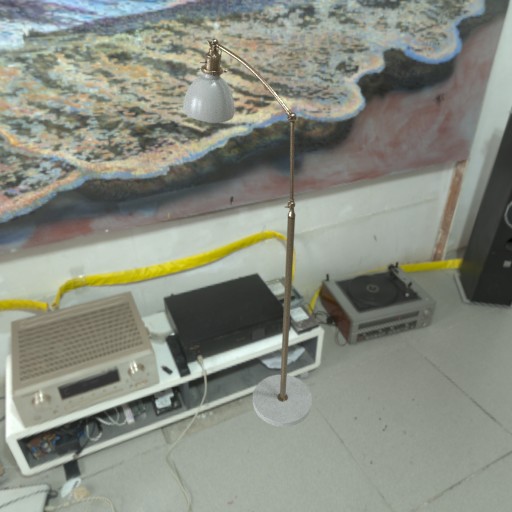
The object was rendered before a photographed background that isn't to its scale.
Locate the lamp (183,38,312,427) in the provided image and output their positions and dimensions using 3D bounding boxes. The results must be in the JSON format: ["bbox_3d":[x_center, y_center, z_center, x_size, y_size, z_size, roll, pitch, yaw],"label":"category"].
[{"bbox_3d":[0.000,0.000,1.814,0.599,1.586,0.288,20,38,28],"label":"lamp"}]
